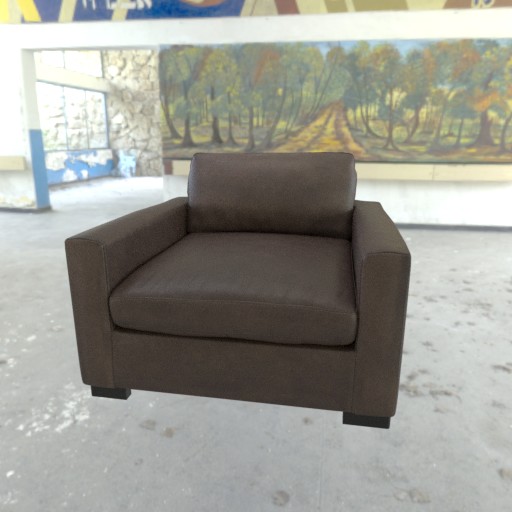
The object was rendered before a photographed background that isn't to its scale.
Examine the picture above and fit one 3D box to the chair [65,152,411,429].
[{"bbox_3d":[0.000,0.000,1.825,1.100,0.812,1.069,3,15,10],"label":"chair"}]
